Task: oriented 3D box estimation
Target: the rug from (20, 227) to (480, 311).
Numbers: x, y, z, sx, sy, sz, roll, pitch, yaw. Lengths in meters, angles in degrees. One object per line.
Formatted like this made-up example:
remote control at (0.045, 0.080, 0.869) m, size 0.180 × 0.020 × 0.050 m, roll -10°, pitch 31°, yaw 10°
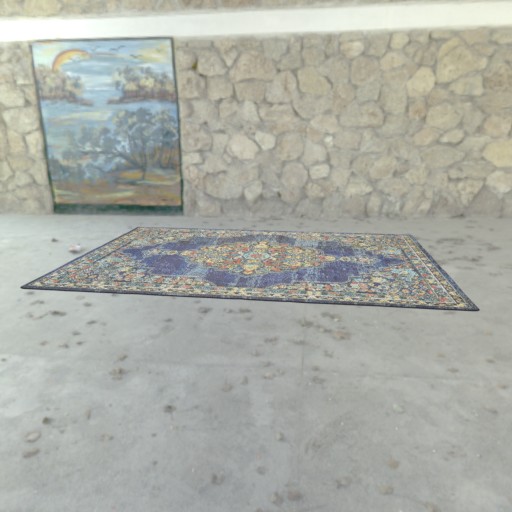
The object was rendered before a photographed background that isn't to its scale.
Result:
rug at (0.000, 0.000, 3.753) m, size 2.940 × 0.011 × 2.053 m, roll 2°, pitch 16°, yaw 8°
